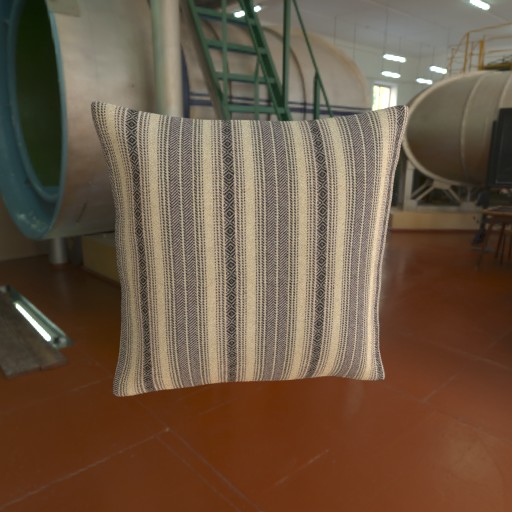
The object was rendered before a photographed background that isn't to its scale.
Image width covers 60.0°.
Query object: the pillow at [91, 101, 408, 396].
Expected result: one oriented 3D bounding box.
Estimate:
[{"bbox_3d":[0.000,0.000,0.776,0.520,0.508,0.166,-2,14,-7],"label":"pillow"}]
